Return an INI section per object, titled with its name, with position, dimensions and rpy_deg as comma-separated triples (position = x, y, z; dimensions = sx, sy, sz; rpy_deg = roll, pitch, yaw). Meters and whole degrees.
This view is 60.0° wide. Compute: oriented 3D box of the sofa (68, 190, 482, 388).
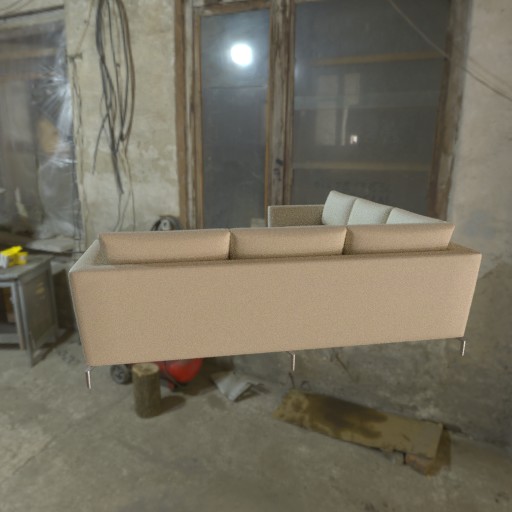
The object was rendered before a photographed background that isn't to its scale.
[sofa]
position = 0.000, 0.000, 3.740
dimensions = 2.448, 0.867, 2.430
rpy_deg = -2, 14, -10
